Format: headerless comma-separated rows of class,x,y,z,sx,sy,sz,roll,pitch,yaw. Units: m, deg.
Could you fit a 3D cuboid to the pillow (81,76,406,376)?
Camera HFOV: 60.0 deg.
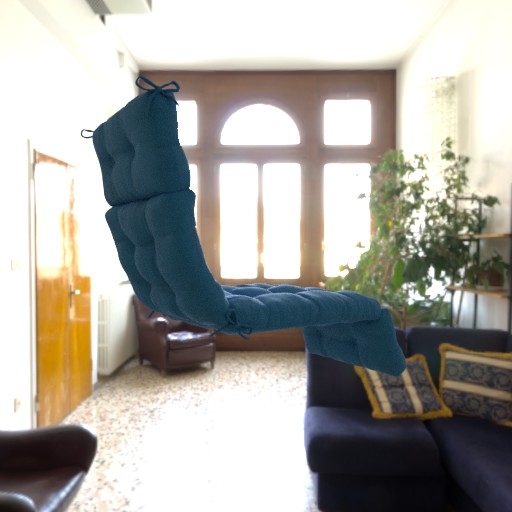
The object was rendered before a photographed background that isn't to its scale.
pillow,0.000,0.000,1.501,1.016,0.863,0.526,-1,1,-35
